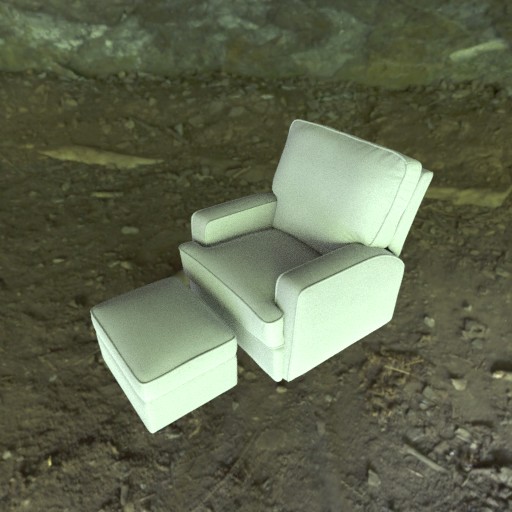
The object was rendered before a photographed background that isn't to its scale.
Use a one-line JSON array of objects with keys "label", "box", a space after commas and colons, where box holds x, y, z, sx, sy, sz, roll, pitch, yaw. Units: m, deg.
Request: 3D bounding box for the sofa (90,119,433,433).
[{"label": "sofa", "box": [0.000, 0.000, 2.080, 1.472, 0.959, 0.861, -22, 39, -30]}]
